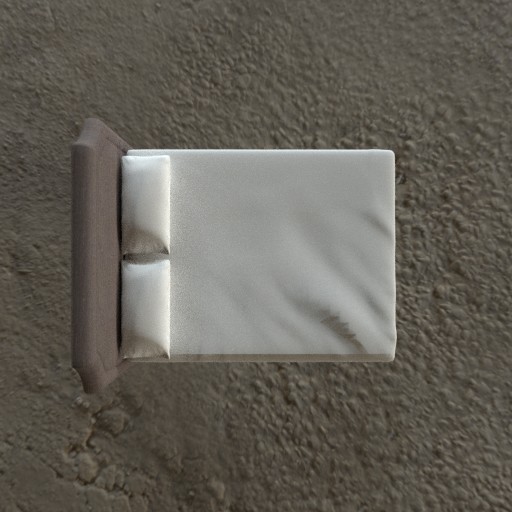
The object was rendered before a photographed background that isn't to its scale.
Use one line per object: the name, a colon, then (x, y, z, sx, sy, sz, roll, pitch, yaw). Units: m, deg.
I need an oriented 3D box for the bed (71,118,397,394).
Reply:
bed: (0.000, 0.000, 3.140, 2.116, 1.290, 1.693, 0, 90, 0)
